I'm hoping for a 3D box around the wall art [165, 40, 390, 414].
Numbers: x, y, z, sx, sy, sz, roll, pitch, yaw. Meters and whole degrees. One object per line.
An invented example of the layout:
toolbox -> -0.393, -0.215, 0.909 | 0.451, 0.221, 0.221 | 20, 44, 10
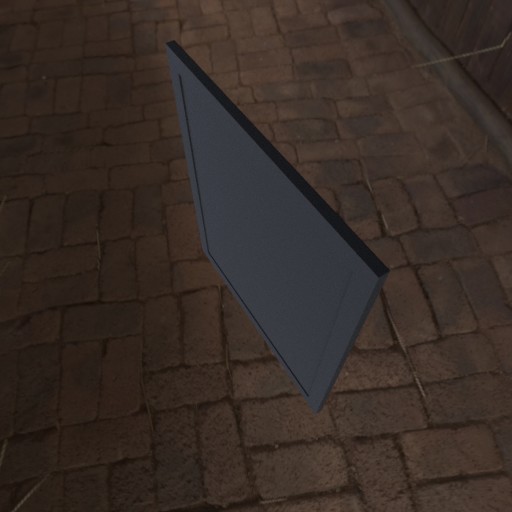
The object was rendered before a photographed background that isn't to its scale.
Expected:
wall art -> 0.000, 0.000, 0.510 | 0.010, 0.361, 0.311 | -28, 61, -17
